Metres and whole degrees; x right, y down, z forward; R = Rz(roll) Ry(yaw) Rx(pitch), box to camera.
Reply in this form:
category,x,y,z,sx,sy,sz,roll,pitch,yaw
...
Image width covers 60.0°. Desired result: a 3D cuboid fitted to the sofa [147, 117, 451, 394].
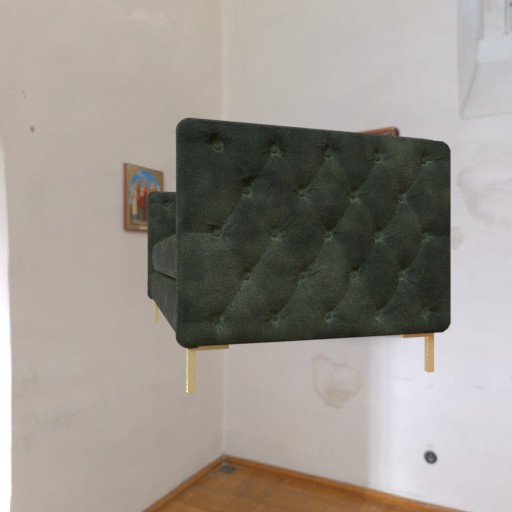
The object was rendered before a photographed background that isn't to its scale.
category,x,y,z,sx,sy,sz,roll,pitch,yaw
sofa,0.000,0.000,2.026,0.895,0.768,1.537,0,0,-17
